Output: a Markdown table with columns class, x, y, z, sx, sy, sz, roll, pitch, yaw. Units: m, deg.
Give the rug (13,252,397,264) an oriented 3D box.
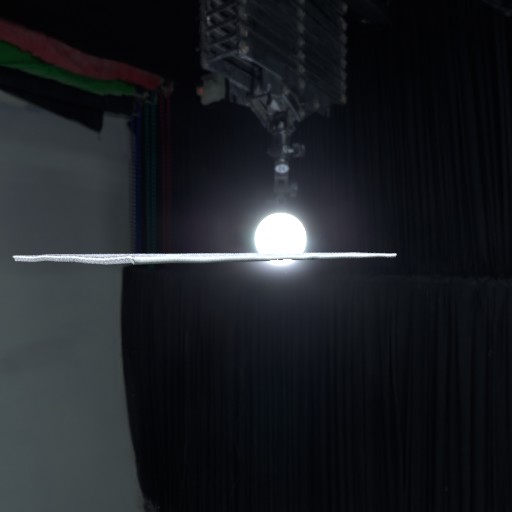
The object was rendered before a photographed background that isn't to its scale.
| class | x | y | z | sx | sy | sz | roll | pitch | yaw |
| --- | --- | --- | --- | --- | --- | --- | --- | --- | --- |
| rug | 0.000 | 0.000 | 2.610 | 0.832 | 0.035 | 2.381 | 0 | 1 | 37 |
